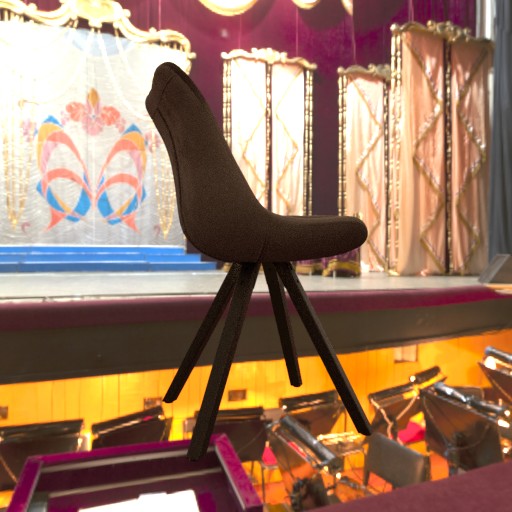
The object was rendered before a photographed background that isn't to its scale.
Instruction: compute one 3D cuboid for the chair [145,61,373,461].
[{"bbox_3d":[0.000,0.000,1.171,0.550,0.850,0.476,0,1,-20],"label":"chair"}]
